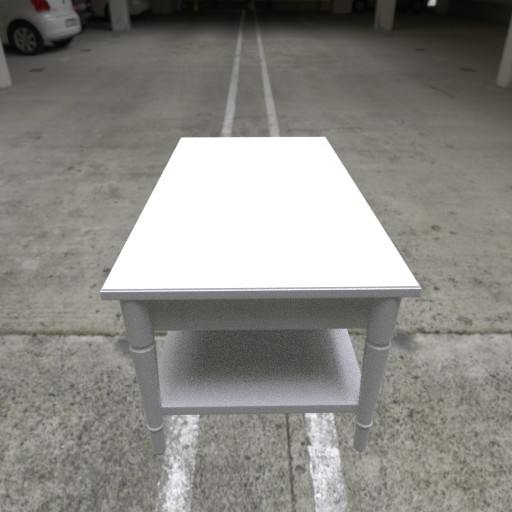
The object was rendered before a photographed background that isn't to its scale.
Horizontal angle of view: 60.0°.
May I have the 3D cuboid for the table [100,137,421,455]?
[{"bbox_3d":[0.000,0.000,1.345,0.559,0.457,1.067,-1,29,-1],"label":"table"}]
